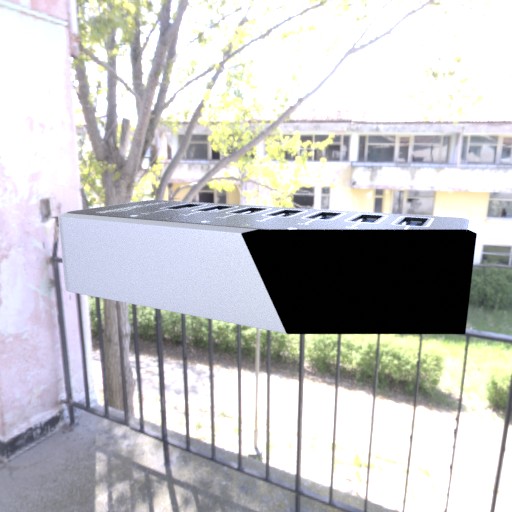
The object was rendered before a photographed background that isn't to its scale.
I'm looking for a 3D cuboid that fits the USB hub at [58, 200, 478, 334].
[{"bbox_3d":[0.000,0.000,0.125,0.110,0.023,0.044,7,15,26],"label":"USB hub"}]
